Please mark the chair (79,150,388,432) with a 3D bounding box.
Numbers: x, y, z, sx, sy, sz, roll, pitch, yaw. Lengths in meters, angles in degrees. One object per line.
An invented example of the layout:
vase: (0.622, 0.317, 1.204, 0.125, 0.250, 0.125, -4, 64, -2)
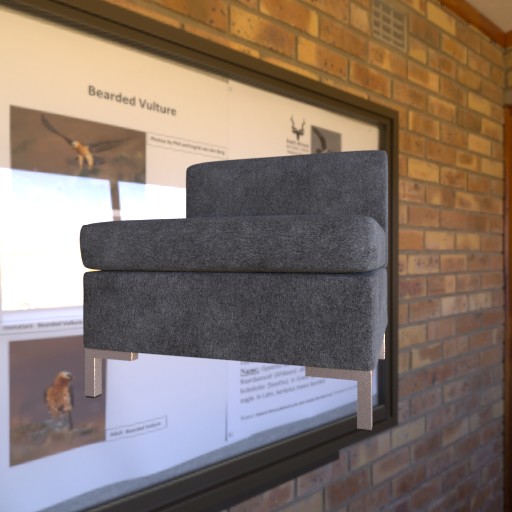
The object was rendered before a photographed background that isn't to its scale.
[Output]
chair: (0.000, 0.000, 1.222, 0.680, 0.660, 0.680, 0, 0, 18)
